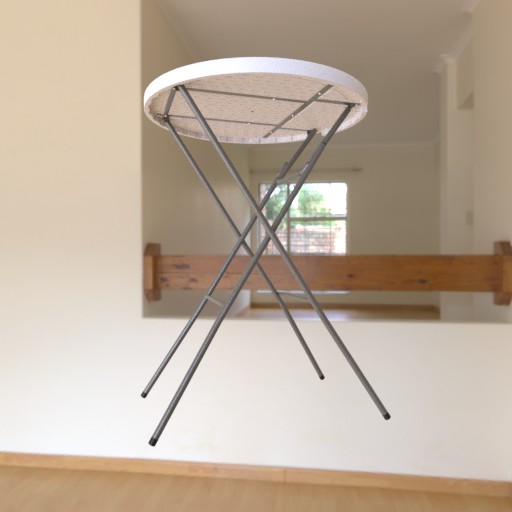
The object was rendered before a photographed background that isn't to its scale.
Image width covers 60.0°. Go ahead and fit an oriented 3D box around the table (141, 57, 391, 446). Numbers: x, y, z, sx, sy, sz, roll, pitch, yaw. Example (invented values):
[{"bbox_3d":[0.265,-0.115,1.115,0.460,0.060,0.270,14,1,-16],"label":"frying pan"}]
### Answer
[{"bbox_3d":[0.000,0.000,1.619,0.795,1.105,0.792,0,0,-17],"label":"table"}]
